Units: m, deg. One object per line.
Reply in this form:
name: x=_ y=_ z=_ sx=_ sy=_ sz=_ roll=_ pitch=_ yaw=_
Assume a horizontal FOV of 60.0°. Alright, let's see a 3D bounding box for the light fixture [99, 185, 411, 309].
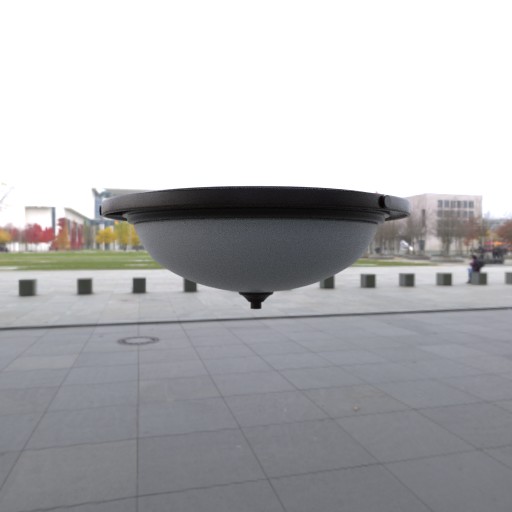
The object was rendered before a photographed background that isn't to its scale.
light fixture: x=0.000 y=0.000 z=0.549 sx=0.361 sy=0.130 sz=0.361 roll=0 pitch=1 yaw=0
